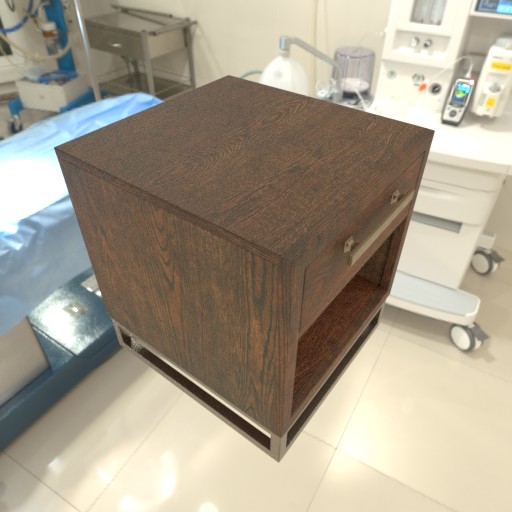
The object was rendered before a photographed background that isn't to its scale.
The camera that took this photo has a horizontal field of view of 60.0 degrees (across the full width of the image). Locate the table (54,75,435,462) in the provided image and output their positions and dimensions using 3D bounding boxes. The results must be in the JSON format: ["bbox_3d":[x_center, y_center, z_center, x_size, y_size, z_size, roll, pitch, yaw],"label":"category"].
[{"bbox_3d":[0.000,0.000,1.037,0.566,0.582,0.506,26,47,28],"label":"table"}]
